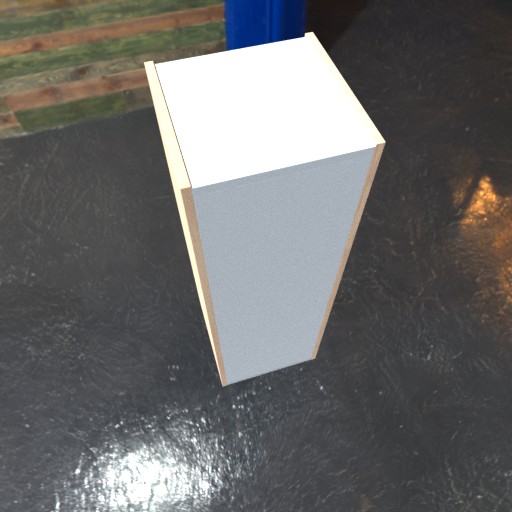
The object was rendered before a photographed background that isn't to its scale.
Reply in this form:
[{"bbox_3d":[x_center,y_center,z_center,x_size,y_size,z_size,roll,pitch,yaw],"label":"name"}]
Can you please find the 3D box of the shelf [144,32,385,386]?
[{"bbox_3d":[0.000,0.000,1.065,0.300,0.900,0.290,-15,59,-9],"label":"shelf"}]
